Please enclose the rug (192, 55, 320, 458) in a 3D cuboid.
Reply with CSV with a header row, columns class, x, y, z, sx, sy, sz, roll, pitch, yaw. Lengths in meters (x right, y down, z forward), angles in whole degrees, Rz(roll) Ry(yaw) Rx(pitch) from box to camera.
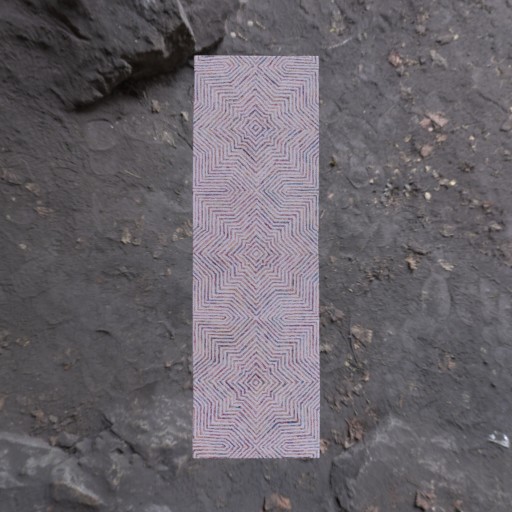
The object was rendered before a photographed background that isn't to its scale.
class,x,y,z,sx,sy,sz,roll,pitch,yaw
rug,0.000,0.000,2.688,0.771,0.009,2.443,0,89,-1
